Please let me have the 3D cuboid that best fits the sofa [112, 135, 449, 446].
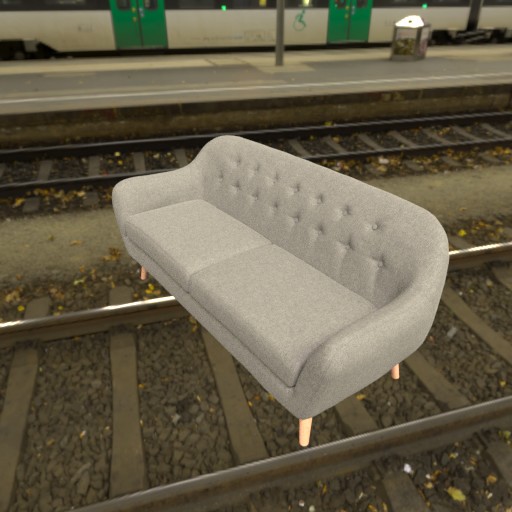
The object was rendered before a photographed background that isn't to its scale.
[{"bbox_3d":[0.000,0.000,2.274,0.820,0.820,1.840,-21,37,-31],"label":"sofa"}]
